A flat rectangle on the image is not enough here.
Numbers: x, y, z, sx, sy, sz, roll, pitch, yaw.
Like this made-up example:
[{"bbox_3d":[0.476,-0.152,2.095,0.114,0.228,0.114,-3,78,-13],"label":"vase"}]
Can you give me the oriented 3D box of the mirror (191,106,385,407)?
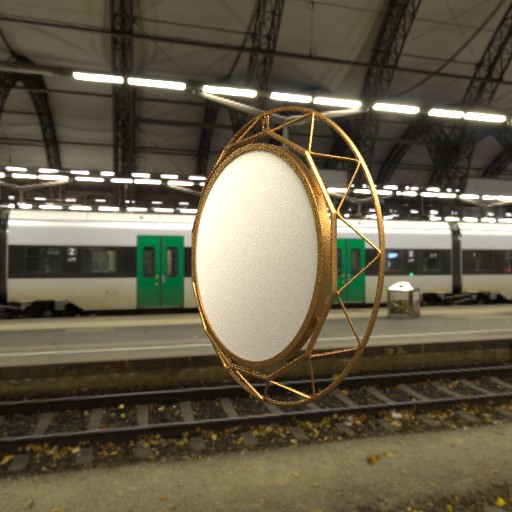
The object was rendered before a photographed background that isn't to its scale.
[{"bbox_3d":[0.000,0.000,0.683,0.043,0.454,0.454,1,-1,-36],"label":"mirror"}]
